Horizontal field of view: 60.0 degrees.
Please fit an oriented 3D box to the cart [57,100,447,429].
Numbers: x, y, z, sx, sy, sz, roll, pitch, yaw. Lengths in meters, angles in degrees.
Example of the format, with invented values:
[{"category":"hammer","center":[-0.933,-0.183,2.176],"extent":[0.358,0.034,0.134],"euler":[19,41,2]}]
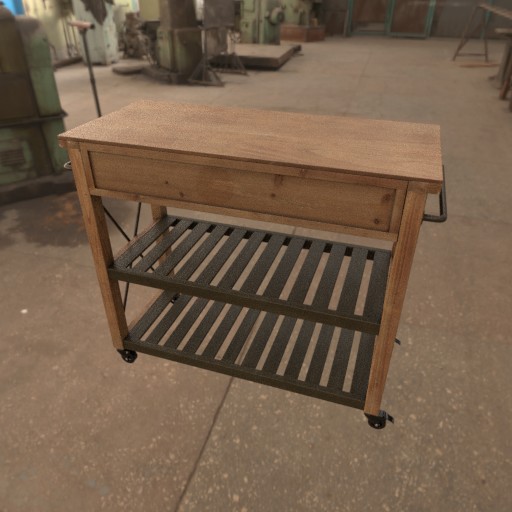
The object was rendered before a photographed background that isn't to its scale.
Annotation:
[{"category":"cart","center":[0.000,0.000,0.966],"extent":[0.686,0.554,0.298],"euler":[10,34,16]}]
